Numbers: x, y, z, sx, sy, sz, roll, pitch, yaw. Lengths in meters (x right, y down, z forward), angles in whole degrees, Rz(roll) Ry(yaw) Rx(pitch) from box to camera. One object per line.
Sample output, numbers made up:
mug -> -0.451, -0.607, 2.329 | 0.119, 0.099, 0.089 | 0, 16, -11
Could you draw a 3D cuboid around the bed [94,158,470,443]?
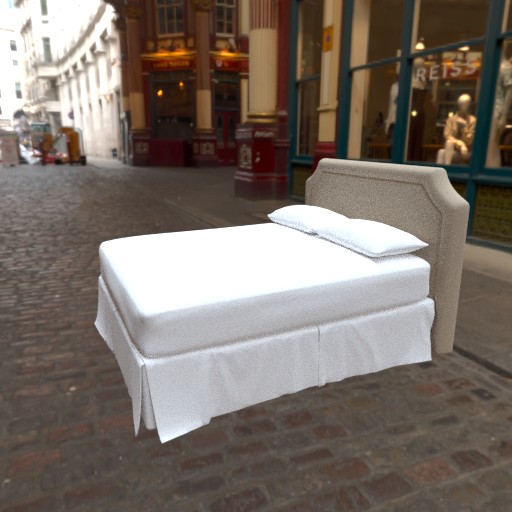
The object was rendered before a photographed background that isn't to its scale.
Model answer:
bed -> 0.000, 0.000, 3.271 | 2.204, 1.301, 1.828 | -7, 17, -25
